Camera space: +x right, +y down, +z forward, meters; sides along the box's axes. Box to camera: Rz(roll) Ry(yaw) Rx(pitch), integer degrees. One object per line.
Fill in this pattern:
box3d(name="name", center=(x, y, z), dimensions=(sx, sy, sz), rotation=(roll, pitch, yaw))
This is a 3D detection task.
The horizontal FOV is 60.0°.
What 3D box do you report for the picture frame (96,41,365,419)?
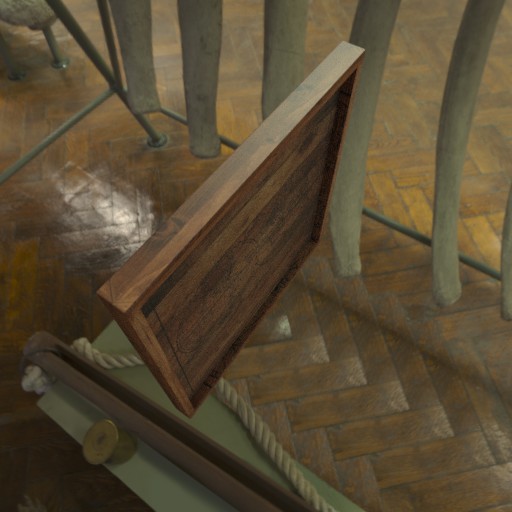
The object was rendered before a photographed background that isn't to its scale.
box3d(name="picture frame", center=(0.000, 0.000, 0.530), dimensions=(0.028, 0.356, 0.352), rotation=(31, 64, 17))
